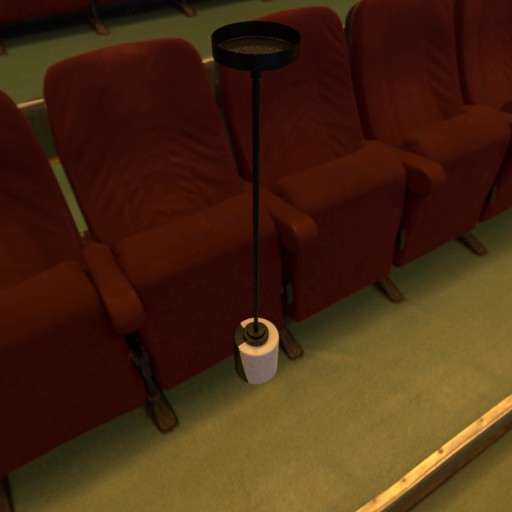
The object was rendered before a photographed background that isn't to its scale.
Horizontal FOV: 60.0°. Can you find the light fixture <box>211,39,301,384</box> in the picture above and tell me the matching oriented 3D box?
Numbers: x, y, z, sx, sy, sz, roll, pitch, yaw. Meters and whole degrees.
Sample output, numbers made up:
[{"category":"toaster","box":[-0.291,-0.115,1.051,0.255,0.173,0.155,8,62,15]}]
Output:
[{"category":"light fixture","box":[0.000,0.000,0.917,0.123,0.863,0.123,-24,50,-22]}]
